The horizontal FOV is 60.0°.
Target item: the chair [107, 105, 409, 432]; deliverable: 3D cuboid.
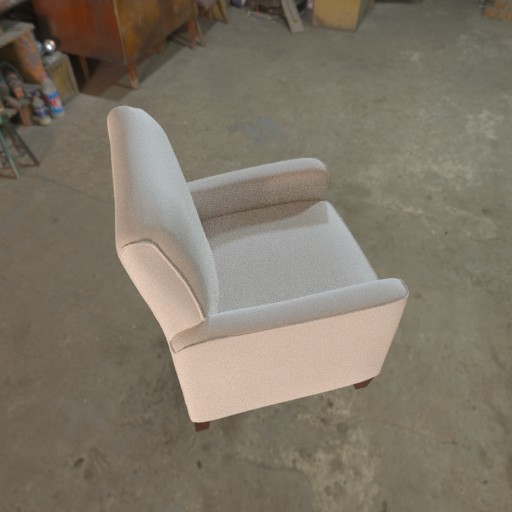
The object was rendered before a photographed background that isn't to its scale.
[{"bbox_3d":[0.000,0.000,1.654,0.858,1.028,0.841,-11,47,-11],"label":"chair"}]
